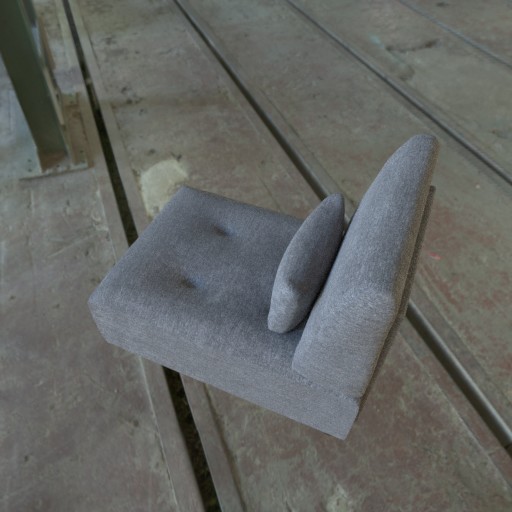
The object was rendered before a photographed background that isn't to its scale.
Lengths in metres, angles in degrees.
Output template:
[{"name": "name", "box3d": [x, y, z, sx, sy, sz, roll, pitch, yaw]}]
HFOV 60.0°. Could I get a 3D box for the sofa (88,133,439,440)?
[{"name": "sofa", "box3d": [0.000, 0.000, 1.553, 1.000, 0.820, 0.700, 18, 51, 15]}]
